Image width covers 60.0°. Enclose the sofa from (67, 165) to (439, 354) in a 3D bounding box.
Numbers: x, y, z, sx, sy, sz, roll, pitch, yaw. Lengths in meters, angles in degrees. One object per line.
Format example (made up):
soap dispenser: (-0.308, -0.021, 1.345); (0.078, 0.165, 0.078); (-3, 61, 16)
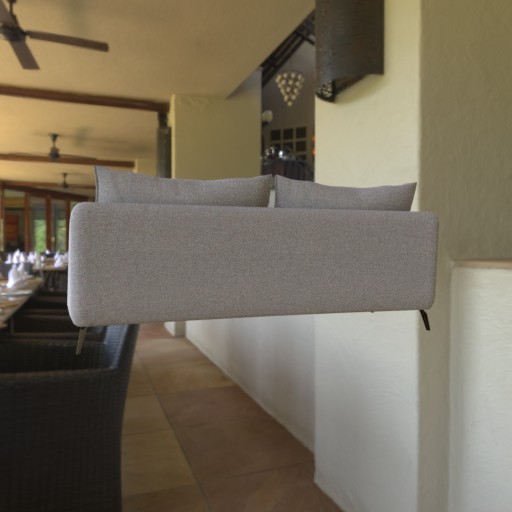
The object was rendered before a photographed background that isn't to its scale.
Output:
sofa: (0.000, 0.000, 2.527); (2.022, 0.833, 0.809); (0, 1, -18)
